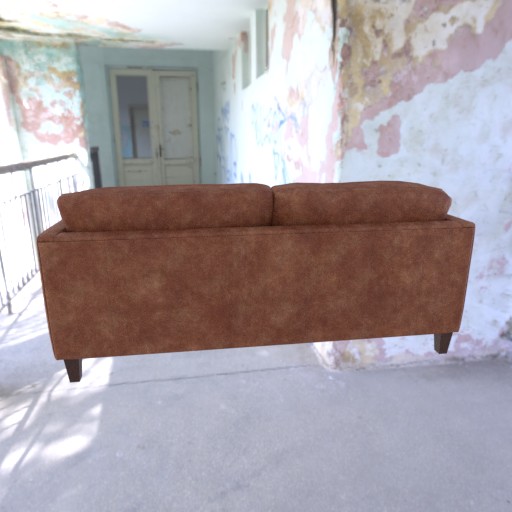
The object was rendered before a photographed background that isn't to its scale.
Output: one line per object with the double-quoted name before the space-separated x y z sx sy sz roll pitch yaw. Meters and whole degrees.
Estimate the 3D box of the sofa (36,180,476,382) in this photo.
"sofa" 0.000 0.000 2.426 1.971 0.863 0.923 -2 16 -8
